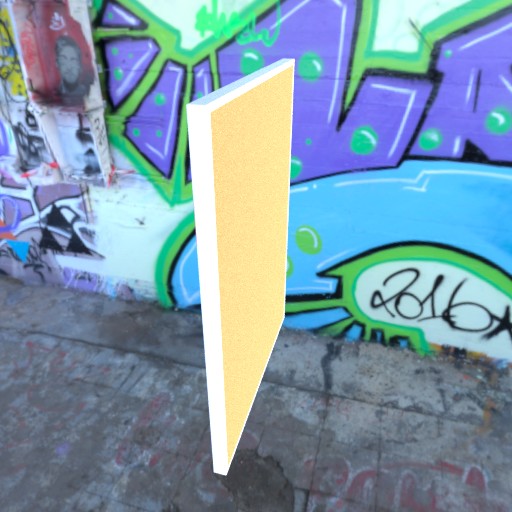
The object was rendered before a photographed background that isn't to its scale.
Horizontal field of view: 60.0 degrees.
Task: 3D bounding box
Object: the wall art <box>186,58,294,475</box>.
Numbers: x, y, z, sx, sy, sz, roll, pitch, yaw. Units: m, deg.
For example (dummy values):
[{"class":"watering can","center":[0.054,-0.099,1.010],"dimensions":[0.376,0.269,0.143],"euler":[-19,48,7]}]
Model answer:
[{"class":"wall art","center":[0.000,0.000,1.600],"dimensions":[0.046,1.221,0.914],"euler":[8,31,14]}]
